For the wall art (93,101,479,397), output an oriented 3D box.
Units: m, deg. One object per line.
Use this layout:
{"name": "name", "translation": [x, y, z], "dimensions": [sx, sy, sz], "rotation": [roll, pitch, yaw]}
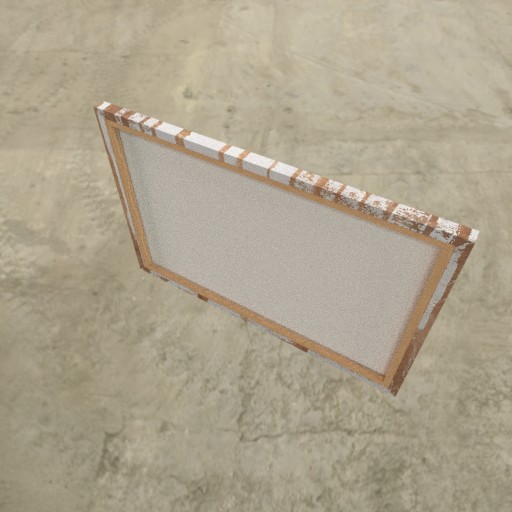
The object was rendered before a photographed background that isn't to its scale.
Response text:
{"name": "wall art", "translation": [0.000, 0.000, 1.167], "dimensions": [0.914, 0.609, 0.035], "rotation": [24, 52, 20]}
